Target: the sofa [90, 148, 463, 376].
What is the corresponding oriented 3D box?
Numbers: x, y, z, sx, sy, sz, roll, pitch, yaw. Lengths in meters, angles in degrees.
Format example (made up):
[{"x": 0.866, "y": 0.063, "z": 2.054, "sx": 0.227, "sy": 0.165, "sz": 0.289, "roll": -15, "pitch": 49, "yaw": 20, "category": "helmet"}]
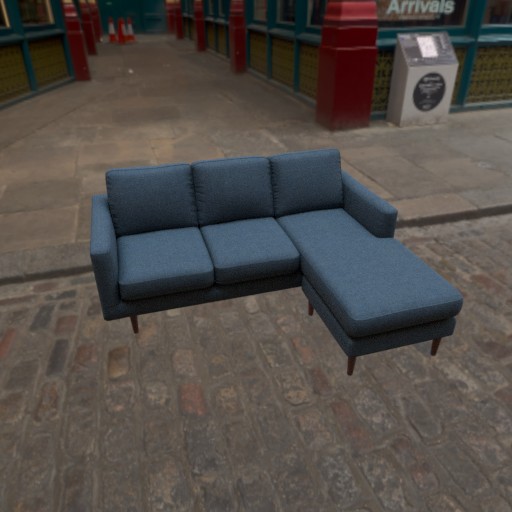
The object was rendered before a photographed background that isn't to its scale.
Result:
[{"x": 0.000, "y": 0.000, "z": 2.982, "sx": 2.055, "sy": 0.957, "sz": 1.667, "roll": -9, "pitch": 32, "yaw": -14, "category": "sofa"}]
